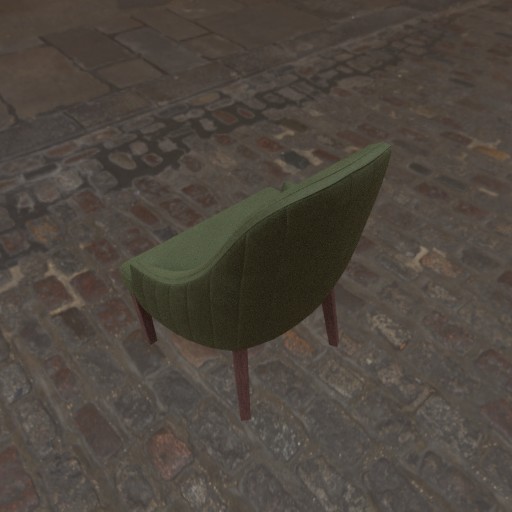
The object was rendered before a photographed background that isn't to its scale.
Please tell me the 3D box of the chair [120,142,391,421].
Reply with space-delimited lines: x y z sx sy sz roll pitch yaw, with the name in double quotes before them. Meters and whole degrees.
"chair" 0.000 0.000 1.309 0.643 0.889 0.575 -32 53 -27
